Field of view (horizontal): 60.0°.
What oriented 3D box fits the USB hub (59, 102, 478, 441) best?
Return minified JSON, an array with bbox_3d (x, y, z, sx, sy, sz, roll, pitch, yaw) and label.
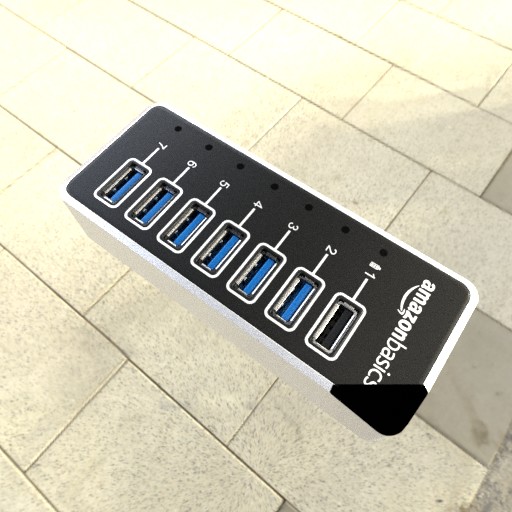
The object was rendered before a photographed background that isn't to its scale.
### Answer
[{"bbox_3d":[0.000,0.000,0.127,0.110,0.023,0.044,33,68,15],"label":"USB hub"}]
